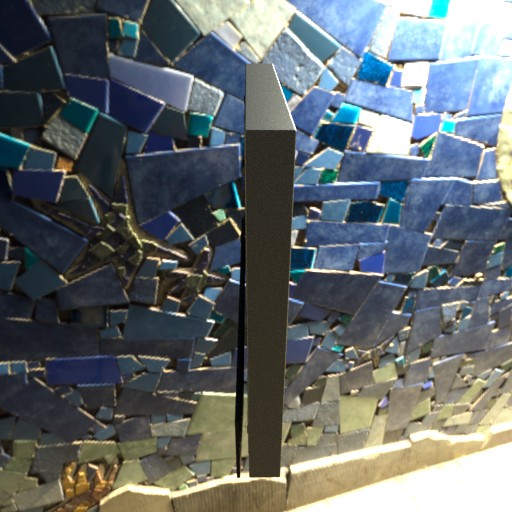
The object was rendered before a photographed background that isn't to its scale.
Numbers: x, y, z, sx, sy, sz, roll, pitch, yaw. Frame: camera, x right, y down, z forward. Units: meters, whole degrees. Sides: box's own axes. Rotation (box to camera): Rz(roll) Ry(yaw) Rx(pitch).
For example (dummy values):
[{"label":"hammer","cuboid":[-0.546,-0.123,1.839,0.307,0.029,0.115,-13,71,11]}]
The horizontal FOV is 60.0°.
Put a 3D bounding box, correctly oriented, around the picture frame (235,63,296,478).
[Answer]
[{"label":"picture frame","cuboid":[0.000,0.000,0.389,0.036,0.282,0.233,-1,31,-1]}]
